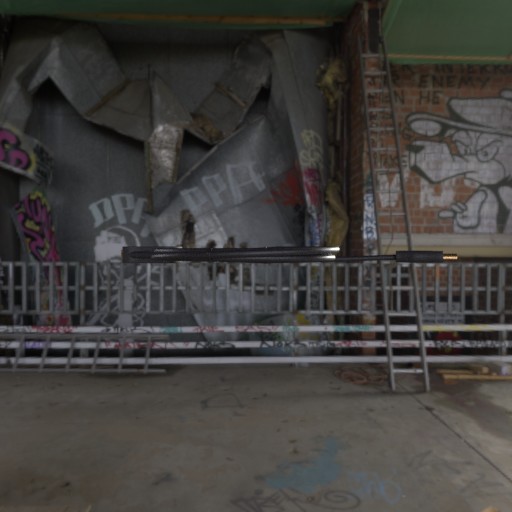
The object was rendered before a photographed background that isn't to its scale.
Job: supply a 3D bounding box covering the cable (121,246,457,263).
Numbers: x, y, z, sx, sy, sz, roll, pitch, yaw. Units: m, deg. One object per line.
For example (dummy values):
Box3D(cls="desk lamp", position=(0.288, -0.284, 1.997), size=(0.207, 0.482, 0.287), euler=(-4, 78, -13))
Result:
Box3D(cls="cable", position=(0.000, 0.000, 0.326), size=(0.281, 0.015, 0.136), euler=(0, 1, 18))
